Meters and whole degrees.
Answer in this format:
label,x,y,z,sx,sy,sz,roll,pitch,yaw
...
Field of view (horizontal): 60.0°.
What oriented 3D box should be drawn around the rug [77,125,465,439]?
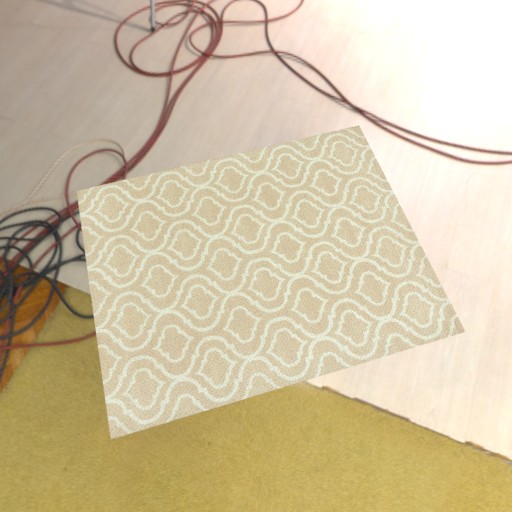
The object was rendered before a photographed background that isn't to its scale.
label,x,y,z,sx,sy,sz,roll,pitch,yaw
rug,0.000,0.000,3.921,2.894,0.013,2.286,-15,65,-7
